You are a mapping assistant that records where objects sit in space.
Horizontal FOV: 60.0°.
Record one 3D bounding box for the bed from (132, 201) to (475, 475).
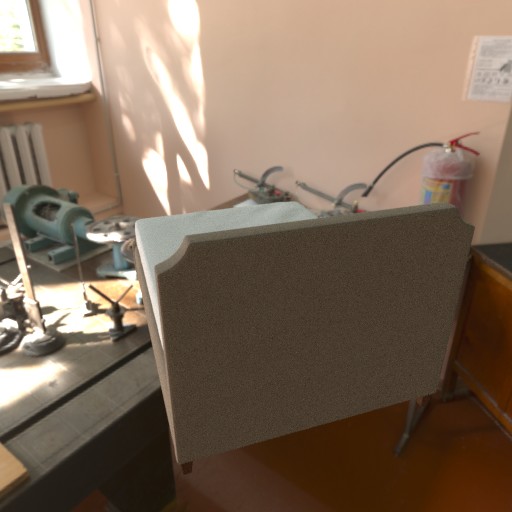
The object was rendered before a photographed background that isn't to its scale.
[{"bbox_3d":[0.000,0.000,3.362,1.703,1.415,2.329,-9,27,-17],"label":"bed"}]
